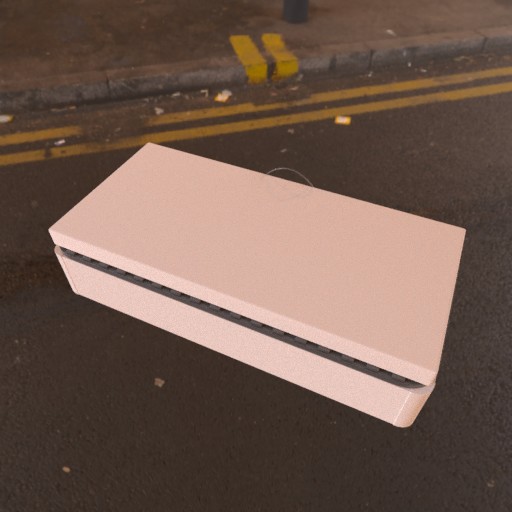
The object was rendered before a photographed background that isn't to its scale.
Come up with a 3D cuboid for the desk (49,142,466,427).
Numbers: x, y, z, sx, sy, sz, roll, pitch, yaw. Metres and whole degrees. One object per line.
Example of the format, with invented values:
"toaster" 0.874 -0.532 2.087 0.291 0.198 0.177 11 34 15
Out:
"desk" 0.000 0.000 2.285 1.900 0.526 0.900 18 49 17
